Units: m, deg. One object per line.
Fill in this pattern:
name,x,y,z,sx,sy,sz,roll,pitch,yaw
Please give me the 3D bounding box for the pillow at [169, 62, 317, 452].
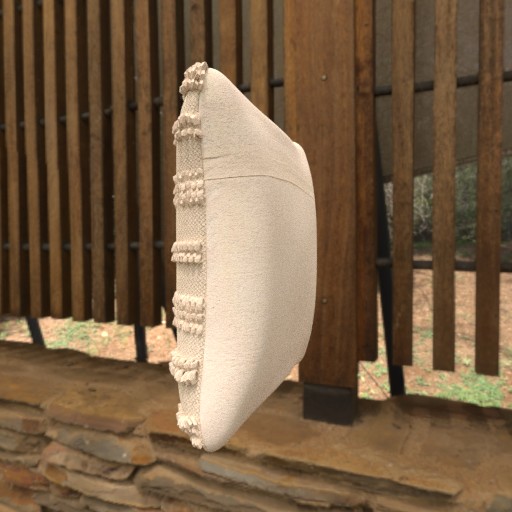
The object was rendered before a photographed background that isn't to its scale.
pillow,0.000,0.000,0.666,0.145,0.427,0.437,0,2,18
